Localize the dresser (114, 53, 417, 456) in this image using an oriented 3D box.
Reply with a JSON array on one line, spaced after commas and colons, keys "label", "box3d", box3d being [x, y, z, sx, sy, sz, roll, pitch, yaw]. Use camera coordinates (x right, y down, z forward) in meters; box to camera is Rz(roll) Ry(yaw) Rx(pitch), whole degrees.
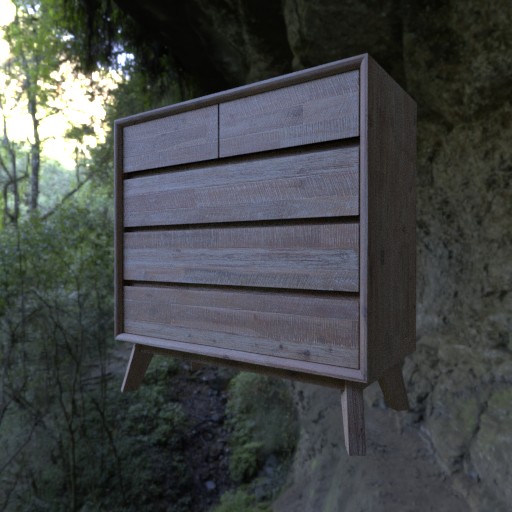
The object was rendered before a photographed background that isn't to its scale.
[{"label": "dresser", "box3d": [0.000, 0.000, 1.589, 0.998, 1.029, 0.455, 0, 1, 35]}]
